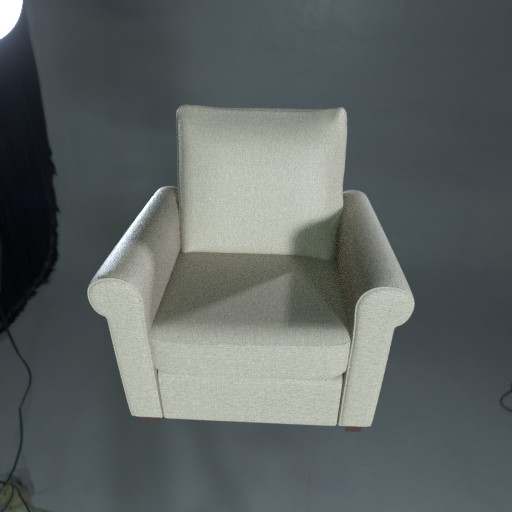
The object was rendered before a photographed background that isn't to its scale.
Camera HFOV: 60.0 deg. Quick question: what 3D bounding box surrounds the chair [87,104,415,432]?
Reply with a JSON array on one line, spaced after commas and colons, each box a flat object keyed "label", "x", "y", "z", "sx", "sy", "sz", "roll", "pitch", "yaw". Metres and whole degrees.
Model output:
[{"label": "chair", "x": 0.000, "y": 0.000, "z": 2.276, "sx": 1.275, "sy": 1.349, "sz": 1.180, "roll": 2, "pitch": 30, "yaw": 3}]
